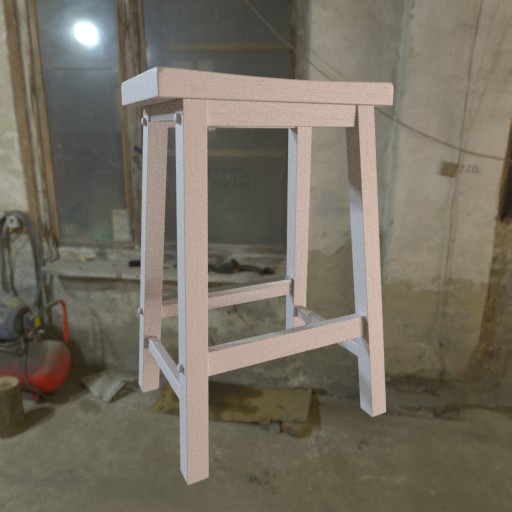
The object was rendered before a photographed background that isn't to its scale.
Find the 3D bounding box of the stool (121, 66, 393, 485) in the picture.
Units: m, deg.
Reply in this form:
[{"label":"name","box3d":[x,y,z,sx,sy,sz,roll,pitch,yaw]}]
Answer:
[{"label":"stool","box3d":[0.000,0.000,0.833,0.406,0.610,0.322,-8,17,-26]}]
